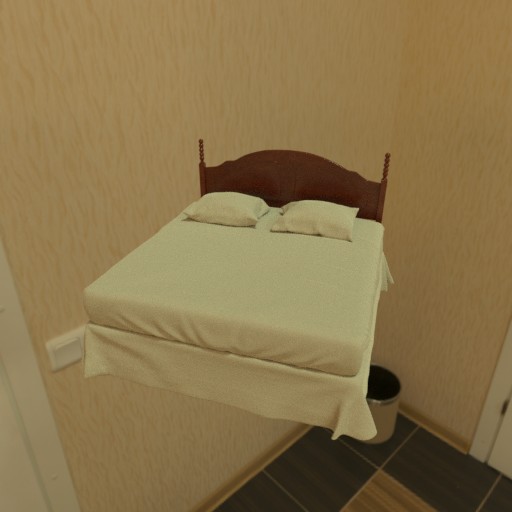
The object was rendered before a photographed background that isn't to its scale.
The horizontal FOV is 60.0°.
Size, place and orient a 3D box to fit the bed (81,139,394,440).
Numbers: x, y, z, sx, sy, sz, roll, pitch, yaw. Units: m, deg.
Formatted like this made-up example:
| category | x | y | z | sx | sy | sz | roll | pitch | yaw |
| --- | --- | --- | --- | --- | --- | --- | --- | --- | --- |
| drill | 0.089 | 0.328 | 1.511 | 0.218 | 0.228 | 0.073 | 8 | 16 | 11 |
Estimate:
| category | x | y | z | sx | sy | sz | roll | pitch | yaw |
| --- | --- | --- | --- | --- | --- | --- | --- | --- | --- |
| bed | 0.000 | 0.000 | 3.699 | 2.322 | 1.355 | 2.219 | 8 | 28 | 16 |
